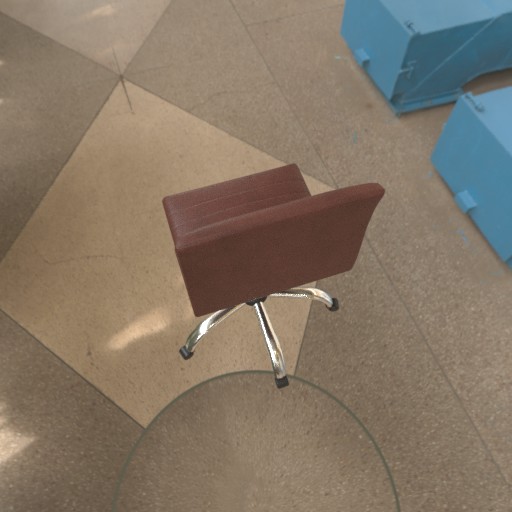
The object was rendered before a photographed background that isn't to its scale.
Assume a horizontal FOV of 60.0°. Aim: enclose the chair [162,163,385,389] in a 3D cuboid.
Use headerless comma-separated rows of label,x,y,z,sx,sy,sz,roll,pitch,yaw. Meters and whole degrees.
chair,0.000,0.000,1.168,0.556,0.780,0.530,-16,61,-9
